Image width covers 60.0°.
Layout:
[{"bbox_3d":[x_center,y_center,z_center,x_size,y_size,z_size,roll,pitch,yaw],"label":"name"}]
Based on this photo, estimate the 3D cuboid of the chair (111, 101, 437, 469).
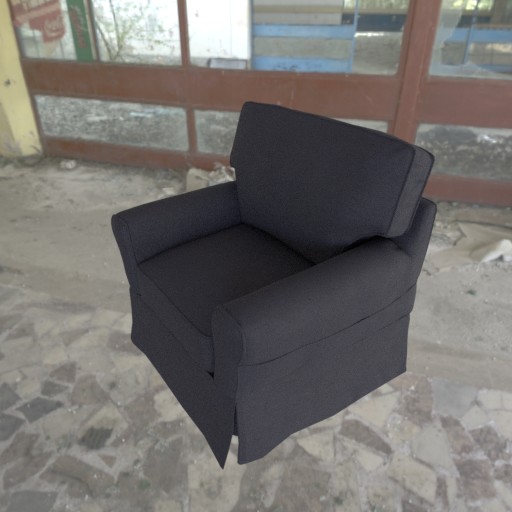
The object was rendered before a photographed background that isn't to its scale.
[{"bbox_3d":[0.000,0.000,1.964,1.002,1.140,1.119,-21,36,-31],"label":"chair"}]
